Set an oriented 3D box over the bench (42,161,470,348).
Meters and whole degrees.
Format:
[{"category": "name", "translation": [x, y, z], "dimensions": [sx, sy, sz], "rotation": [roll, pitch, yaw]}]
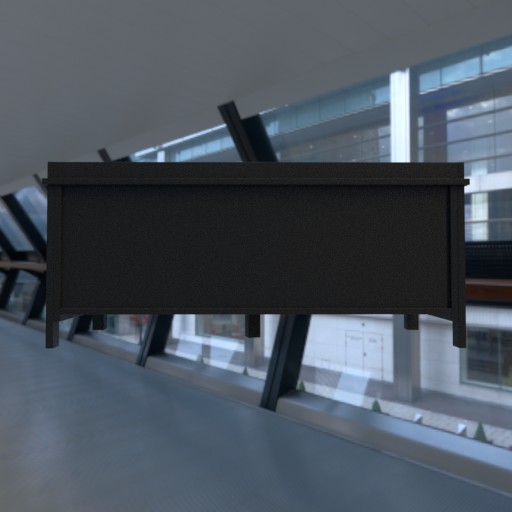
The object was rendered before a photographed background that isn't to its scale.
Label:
[{"category": "bench", "translation": [0.000, 0.000, 1.375], "dimensions": [1.140, 0.501, 0.398], "rotation": [0, -1, 0]}]
